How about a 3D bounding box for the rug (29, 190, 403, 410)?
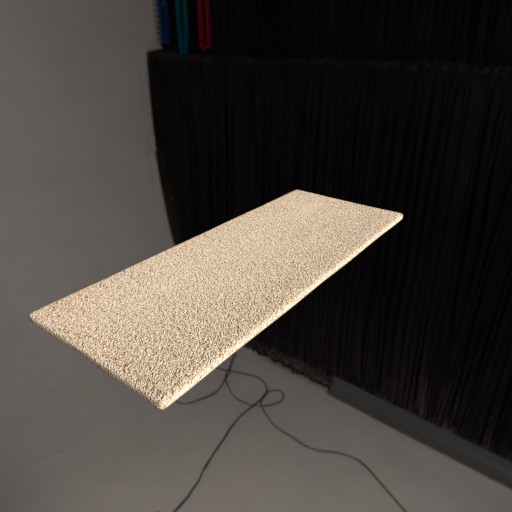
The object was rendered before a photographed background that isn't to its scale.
[{"bbox_3d":[0.000,0.000,1.739,0.609,0.030,1.524,19,32,33],"label":"rug"}]
